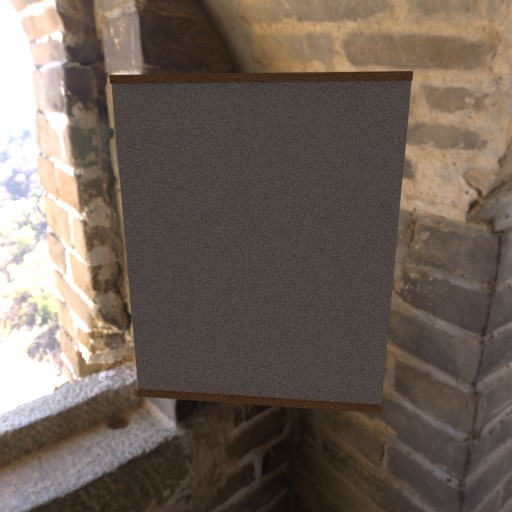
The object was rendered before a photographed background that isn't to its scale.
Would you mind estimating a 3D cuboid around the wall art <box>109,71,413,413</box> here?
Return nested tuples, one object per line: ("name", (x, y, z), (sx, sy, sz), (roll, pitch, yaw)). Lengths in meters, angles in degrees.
("wall art", (0.000, 0.000, 0.662), (0.404, 0.507, 0.010), (2, 17, 6))
